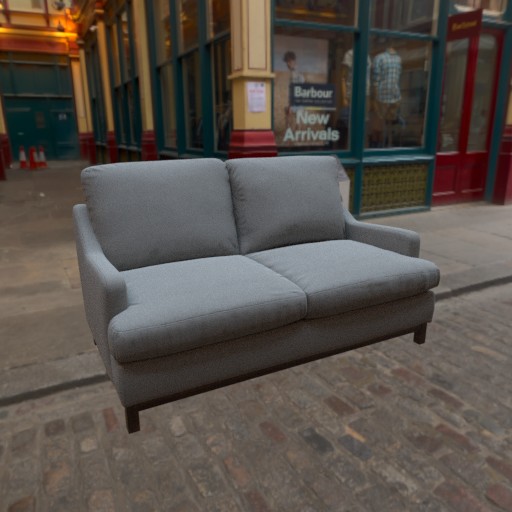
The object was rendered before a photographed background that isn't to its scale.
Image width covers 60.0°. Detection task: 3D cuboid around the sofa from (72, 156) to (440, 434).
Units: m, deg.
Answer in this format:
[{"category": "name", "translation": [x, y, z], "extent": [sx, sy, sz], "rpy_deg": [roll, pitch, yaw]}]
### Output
[{"category": "sofa", "translation": [0.000, 0.000, 2.216], "extent": [1.589, 0.921, 0.987], "rpy_deg": [-8, 18, -27]}]
